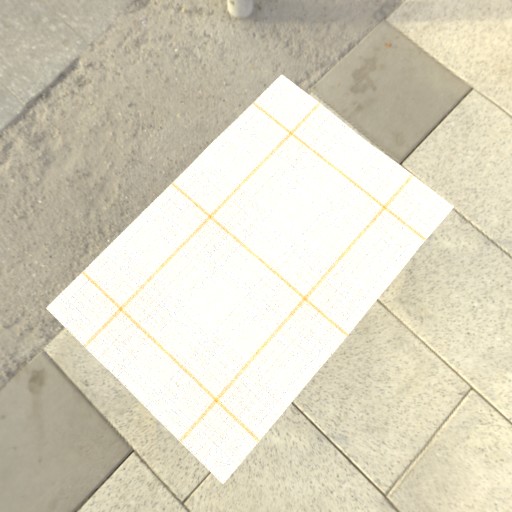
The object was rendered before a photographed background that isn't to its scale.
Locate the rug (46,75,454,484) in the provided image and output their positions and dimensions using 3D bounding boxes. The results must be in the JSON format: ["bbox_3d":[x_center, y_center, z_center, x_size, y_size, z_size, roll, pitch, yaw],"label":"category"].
[{"bbox_3d":[0.000,0.000,2.313,1.232,0.015,1.825,41,79,9],"label":"rug"}]
